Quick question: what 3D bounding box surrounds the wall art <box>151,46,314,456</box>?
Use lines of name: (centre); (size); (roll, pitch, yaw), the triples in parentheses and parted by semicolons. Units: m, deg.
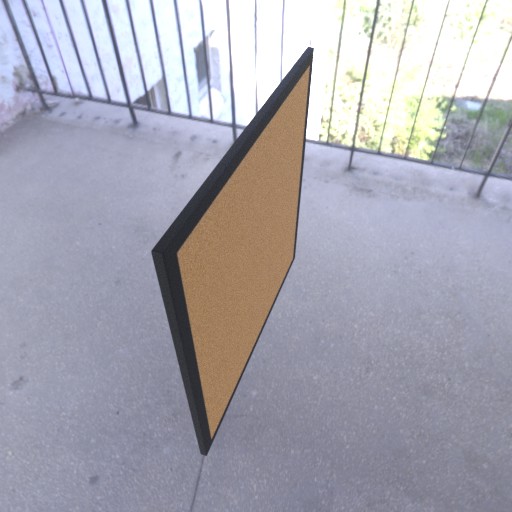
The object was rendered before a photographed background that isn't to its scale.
wall art: (0.000, 0.000, 0.978); (0.016, 0.659, 0.663); (16, 48, 14)
